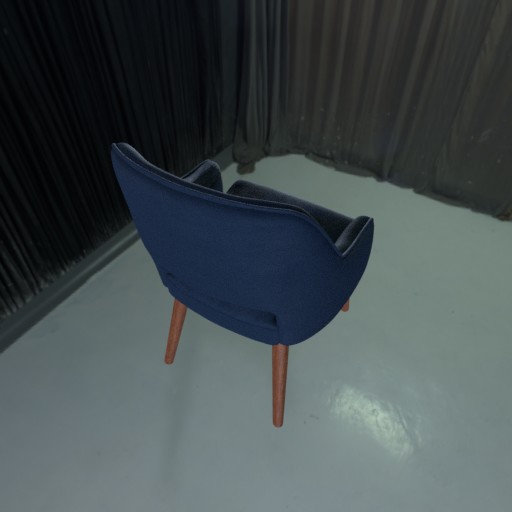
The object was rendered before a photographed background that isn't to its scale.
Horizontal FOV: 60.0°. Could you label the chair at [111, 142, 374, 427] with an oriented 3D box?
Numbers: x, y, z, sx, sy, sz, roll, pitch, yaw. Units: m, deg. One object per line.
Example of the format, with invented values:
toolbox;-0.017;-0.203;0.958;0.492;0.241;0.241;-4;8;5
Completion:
chair;0.000;0.000;1.241;0.559;0.844;0.591;23;50;21
